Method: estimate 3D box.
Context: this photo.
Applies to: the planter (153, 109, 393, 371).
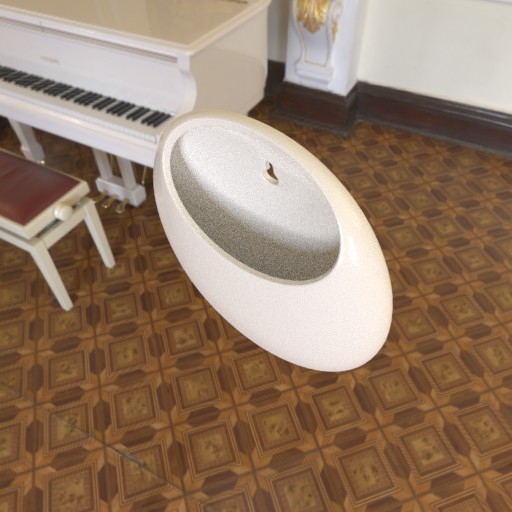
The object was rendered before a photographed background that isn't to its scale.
[{"bbox_3d":[0.000,0.000,0.280,0.185,0.188,0.043,32,54,26],"label":"planter"}]
